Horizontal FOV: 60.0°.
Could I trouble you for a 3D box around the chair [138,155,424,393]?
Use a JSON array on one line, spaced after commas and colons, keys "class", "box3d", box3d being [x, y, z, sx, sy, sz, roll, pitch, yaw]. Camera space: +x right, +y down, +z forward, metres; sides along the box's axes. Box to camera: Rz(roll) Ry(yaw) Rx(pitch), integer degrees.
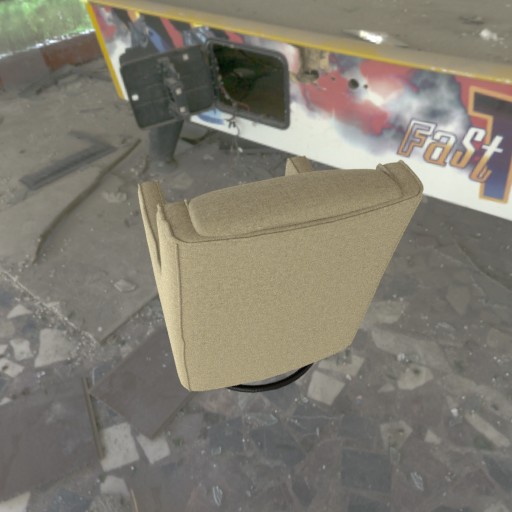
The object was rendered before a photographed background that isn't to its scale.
[{"class": "chair", "box3d": [0.000, 0.000, 1.641, 0.732, 0.993, 0.879, -13, 43, -14]}]
